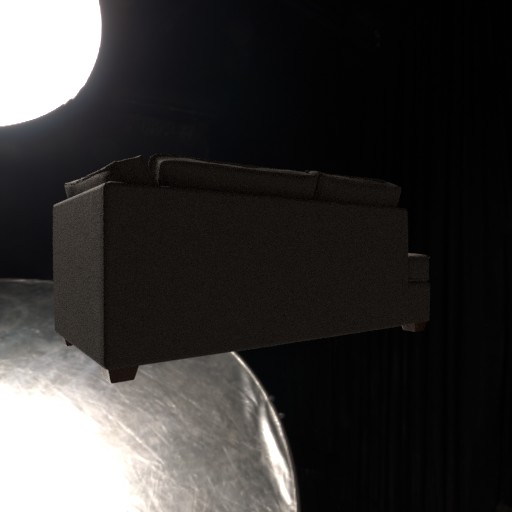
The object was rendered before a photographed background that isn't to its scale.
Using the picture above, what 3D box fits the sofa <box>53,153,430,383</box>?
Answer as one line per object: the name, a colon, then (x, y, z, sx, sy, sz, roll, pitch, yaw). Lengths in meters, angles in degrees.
sofa: (0.000, 0.000, 2.853, 2.237, 1.033, 1.110, 0, 1, -35)
